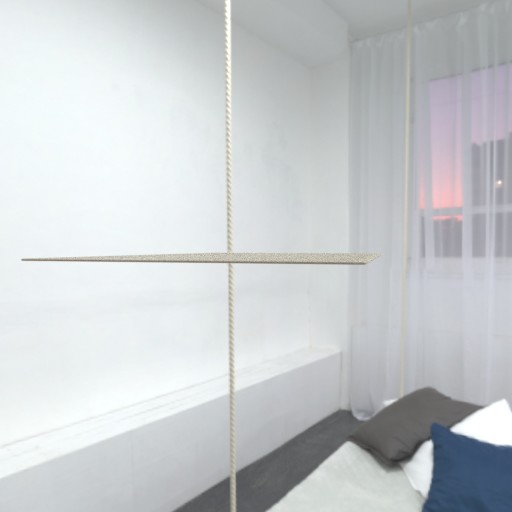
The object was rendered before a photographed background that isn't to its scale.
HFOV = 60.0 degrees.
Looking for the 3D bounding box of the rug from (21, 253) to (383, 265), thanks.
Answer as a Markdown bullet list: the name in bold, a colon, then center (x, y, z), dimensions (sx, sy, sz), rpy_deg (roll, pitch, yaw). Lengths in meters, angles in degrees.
- **rug**: center (0.000, 0.000, 2.869), dimensions (1.524, 0.011, 2.286), rpy_deg (0, 1, 17)
